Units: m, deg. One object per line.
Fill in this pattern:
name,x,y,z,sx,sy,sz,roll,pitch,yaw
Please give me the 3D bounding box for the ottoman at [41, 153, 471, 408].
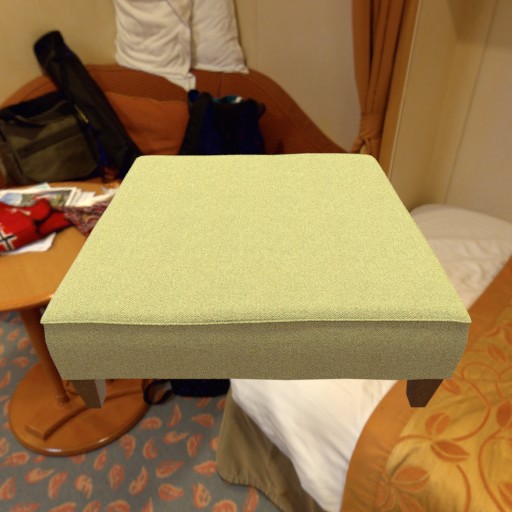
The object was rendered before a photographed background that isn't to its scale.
ottoman,0.000,0.000,1.473,0.968,0.379,1.004,0,33,0
